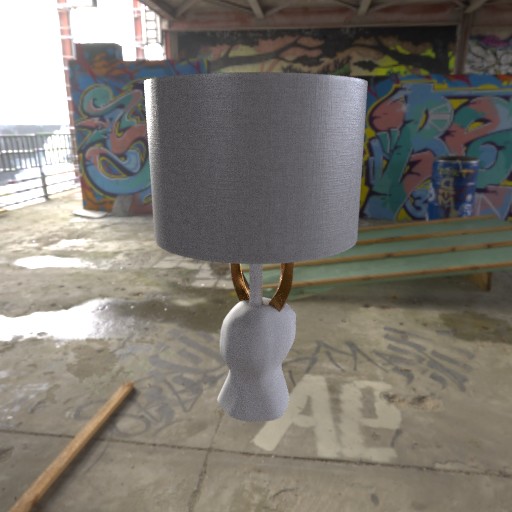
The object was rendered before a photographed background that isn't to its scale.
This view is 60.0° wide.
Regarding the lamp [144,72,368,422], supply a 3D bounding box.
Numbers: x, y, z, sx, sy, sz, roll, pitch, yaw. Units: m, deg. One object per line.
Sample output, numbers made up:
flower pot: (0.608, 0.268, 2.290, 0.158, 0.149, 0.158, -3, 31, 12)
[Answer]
lamp: (0.000, 0.000, 0.679, 0.298, 0.503, 0.298, 8, 19, 26)
